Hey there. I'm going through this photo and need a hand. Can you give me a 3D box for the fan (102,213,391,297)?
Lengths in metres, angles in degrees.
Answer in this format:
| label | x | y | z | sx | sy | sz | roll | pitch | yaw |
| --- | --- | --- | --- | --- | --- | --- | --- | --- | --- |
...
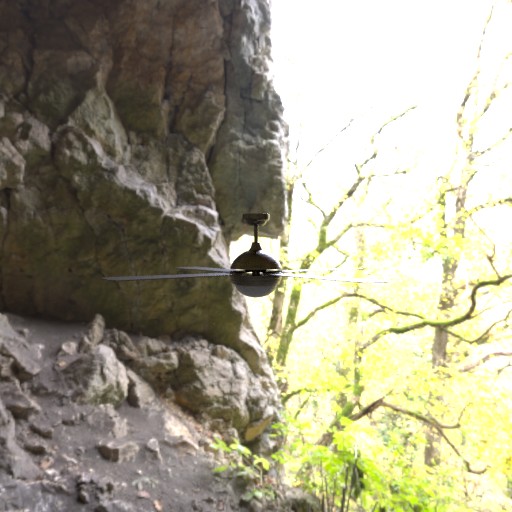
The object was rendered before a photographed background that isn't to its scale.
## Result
| label | x | y | z | sx | sy | sz | roll | pitch | yaw |
| --- | --- | --- | --- | --- | --- | --- | --- | --- | --- |
| fan | 0.000 | 0.000 | 2.031 | 1.321 | 0.381 | 1.321 | 0 | 1 | -17 |
